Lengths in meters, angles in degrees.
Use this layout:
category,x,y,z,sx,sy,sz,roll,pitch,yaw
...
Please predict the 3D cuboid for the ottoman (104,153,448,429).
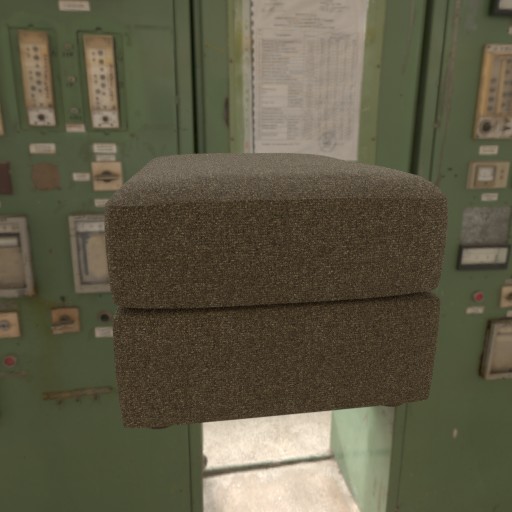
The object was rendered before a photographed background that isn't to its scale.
category,x,y,z,sx,sy,sz,roll,pitch,yaw
ottoman,0.000,0.000,1.096,0.598,0.476,0.742,-2,16,-8
